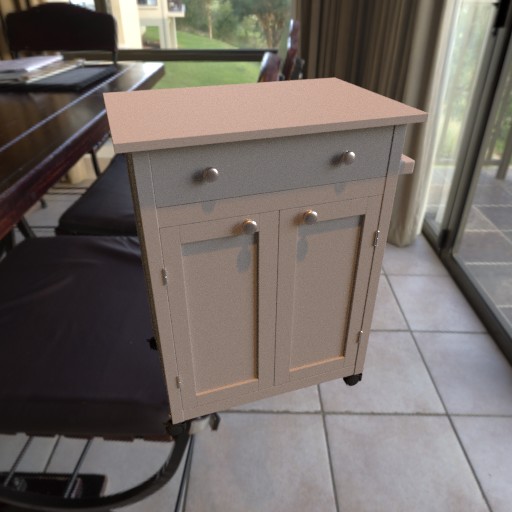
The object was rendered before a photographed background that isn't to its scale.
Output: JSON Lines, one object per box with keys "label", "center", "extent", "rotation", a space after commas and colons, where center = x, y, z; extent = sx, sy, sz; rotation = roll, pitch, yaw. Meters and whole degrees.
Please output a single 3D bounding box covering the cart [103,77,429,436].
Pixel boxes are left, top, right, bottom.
{"label": "cart", "center": [0.000, 0.000, 1.284], "extent": [0.683, 0.864, 0.442], "rotation": [-10, 33, -16]}
